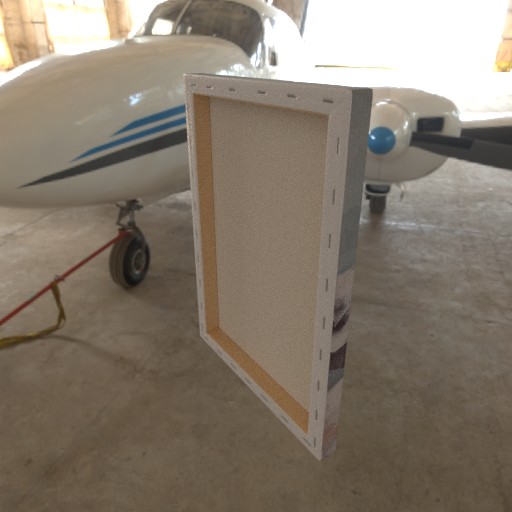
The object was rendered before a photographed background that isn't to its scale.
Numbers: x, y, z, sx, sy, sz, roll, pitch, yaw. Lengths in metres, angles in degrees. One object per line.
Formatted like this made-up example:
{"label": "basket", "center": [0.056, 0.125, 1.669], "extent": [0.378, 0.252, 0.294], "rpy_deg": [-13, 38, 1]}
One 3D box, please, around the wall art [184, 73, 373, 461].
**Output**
{"label": "wall art", "center": [0.000, 0.000, 0.825], "extent": [0.037, 0.613, 0.455], "rpy_deg": [-16, 29, -30]}
